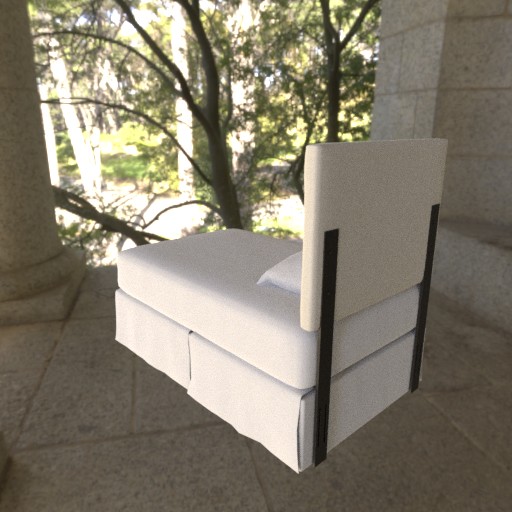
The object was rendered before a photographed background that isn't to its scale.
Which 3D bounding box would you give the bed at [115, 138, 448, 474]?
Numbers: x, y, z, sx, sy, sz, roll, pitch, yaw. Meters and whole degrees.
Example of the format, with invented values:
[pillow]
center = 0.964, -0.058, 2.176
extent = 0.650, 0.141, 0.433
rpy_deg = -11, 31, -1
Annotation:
[bed]
center = 0.000, 0.000, 3.018
extent = 1.261, 1.571, 1.997
rpy_deg = -15, 22, -40
